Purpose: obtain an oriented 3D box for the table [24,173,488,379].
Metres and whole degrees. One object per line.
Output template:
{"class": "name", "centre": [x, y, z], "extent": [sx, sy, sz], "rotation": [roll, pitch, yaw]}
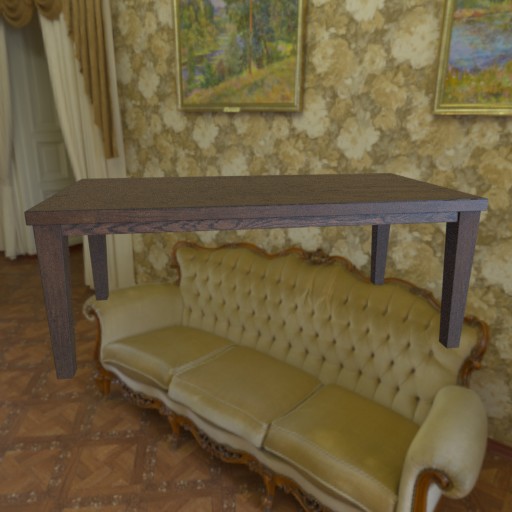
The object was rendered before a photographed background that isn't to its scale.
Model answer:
{"class": "table", "centre": [0.000, 0.000, 2.457], "extent": [1.981, 0.762, 1.016], "rotation": [-3, 17, -8]}
